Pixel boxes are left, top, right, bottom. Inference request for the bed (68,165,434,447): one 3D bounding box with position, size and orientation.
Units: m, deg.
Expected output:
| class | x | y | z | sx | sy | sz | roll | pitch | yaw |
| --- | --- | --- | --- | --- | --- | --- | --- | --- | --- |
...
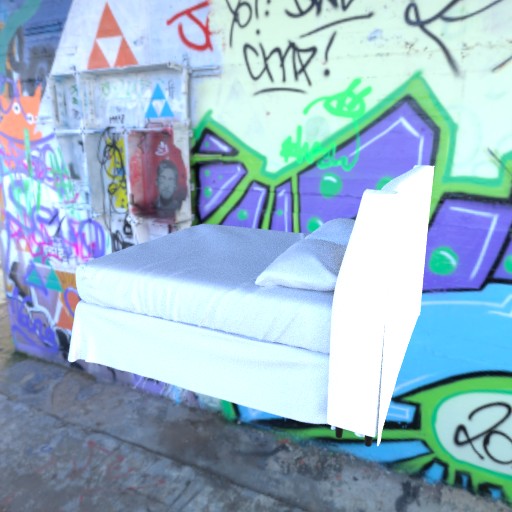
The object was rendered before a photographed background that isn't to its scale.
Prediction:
| class | x | y | z | sx | sy | sz | roll | pitch | yaw |
| --- | --- | --- | --- | --- | --- | --- | --- | --- | --- |
| bed | 0.000 | 0.000 | 3.354 | 2.276 | 1.332 | 1.925 | 7 | 17 | 25 |
